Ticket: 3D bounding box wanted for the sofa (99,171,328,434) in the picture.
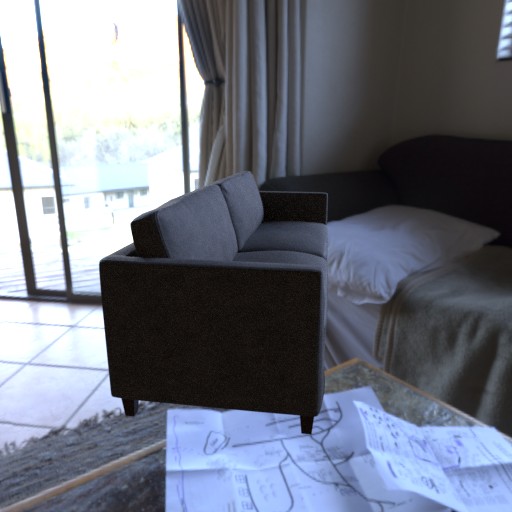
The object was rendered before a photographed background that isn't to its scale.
[{"bbox_3d":[0.000,0.000,2.937,0.951,0.965,2.434,2,15,9],"label":"sofa"}]
